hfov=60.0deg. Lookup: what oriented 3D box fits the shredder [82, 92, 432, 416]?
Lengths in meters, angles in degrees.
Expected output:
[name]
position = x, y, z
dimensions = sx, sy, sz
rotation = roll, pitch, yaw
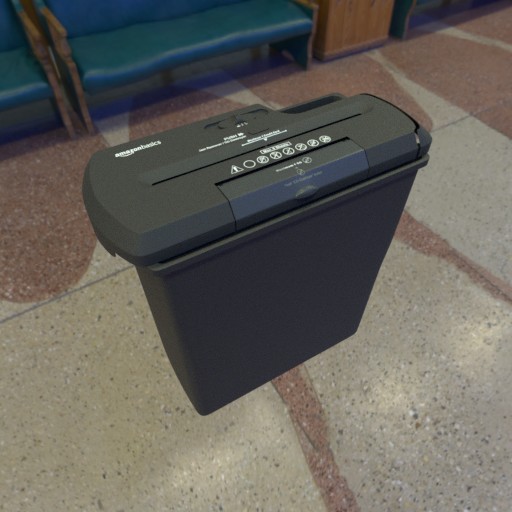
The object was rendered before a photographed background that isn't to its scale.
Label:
[shredder]
position = 0.000, 0.000, 0.520
dimensions = 0.320, 0.335, 0.170
rotation = -23, 52, -20
